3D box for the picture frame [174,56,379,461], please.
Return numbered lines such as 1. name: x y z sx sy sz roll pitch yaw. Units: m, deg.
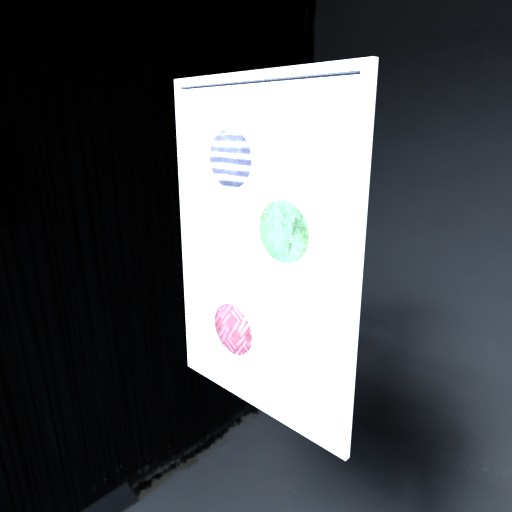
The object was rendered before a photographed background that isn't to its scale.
1. picture frame: 0.000 0.000 0.847 0.457 0.657 0.013 16 23 42
